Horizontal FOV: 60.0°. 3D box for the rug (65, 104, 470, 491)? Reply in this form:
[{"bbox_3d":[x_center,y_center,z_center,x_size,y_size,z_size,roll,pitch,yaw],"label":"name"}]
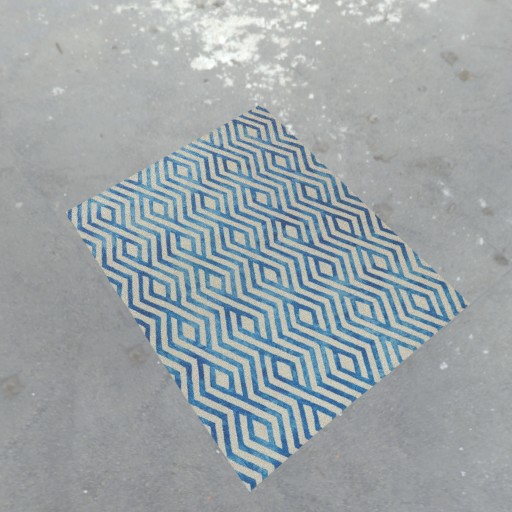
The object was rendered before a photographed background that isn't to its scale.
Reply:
[{"bbox_3d":[0.000,0.000,4.158,2.453,0.008,3.059,-34,67,-16],"label":"rug"}]
